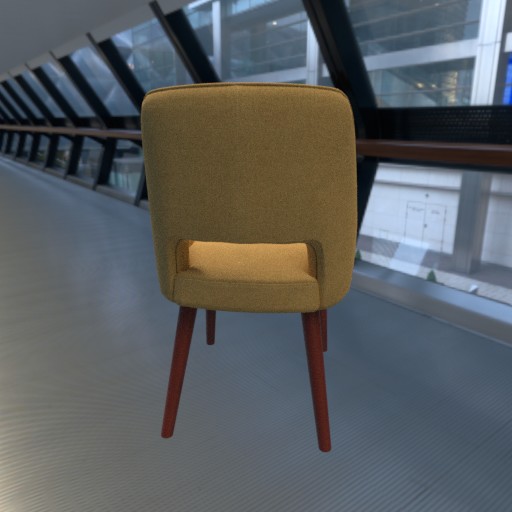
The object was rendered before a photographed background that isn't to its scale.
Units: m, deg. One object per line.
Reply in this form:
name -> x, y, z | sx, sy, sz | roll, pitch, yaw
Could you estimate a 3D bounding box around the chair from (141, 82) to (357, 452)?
chair -> 0.000, 0.000, 1.240 | 0.548, 0.849, 0.605 | 2, 16, 7
